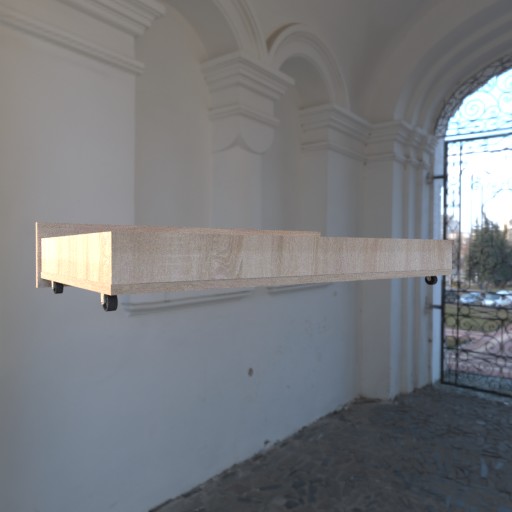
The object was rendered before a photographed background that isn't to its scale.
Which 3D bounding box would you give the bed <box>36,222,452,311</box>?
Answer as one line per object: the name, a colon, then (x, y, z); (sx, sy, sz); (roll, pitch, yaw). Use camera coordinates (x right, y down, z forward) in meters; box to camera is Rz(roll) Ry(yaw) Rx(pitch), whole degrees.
bed: (0.000, 0.000, 1.458); (1.200, 0.209, 0.685); (-1, 1, -36)
